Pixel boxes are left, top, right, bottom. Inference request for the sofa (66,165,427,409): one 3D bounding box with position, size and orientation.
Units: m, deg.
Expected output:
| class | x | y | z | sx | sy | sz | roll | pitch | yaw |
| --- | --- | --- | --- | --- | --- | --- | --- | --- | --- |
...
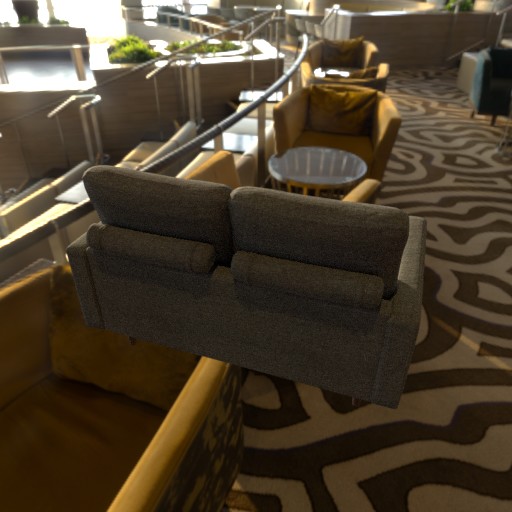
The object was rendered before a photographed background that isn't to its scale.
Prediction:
| class | x | y | z | sx | sy | sz | roll | pitch | yaw |
| --- | --- | --- | --- | --- | --- | --- | --- | --- | --- |
| sofa | 0.000 | 0.000 | 1.996 | 1.407 | 0.907 | 0.842 | 11 | 35 | 16 |
